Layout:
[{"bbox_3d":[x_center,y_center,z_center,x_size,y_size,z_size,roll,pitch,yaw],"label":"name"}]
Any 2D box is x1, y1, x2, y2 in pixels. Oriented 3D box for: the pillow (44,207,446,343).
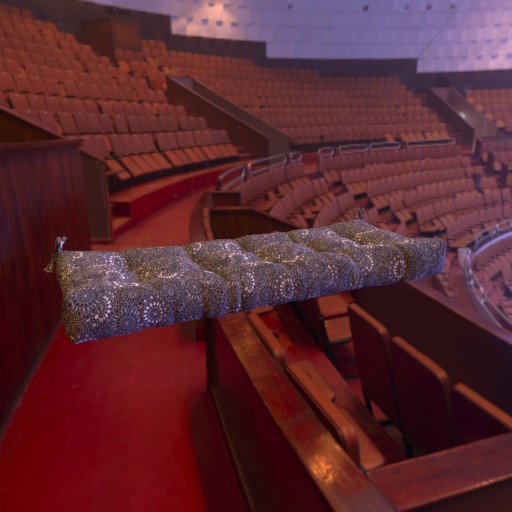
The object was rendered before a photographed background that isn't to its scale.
[{"bbox_3d":[0.000,0.000,1.375,1.194,0.174,0.511,-8,18,-25],"label":"pillow"}]
